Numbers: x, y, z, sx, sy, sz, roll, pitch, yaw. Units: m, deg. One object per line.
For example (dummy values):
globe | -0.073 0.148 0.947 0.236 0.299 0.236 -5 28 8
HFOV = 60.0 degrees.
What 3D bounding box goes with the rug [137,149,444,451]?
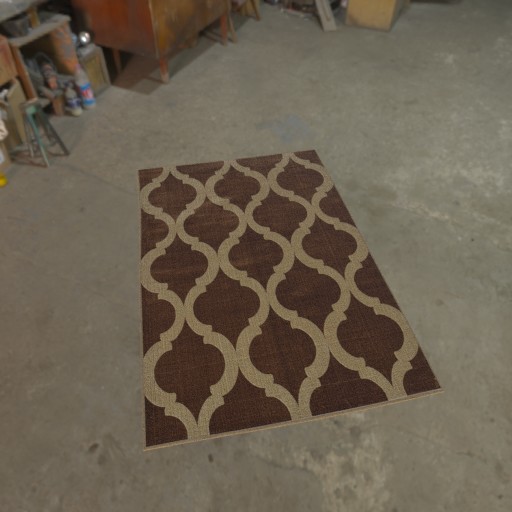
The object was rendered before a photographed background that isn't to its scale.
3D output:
rug | 0.000 0.000 2.934 1.526 0.014 2.290 -8 47 -8
